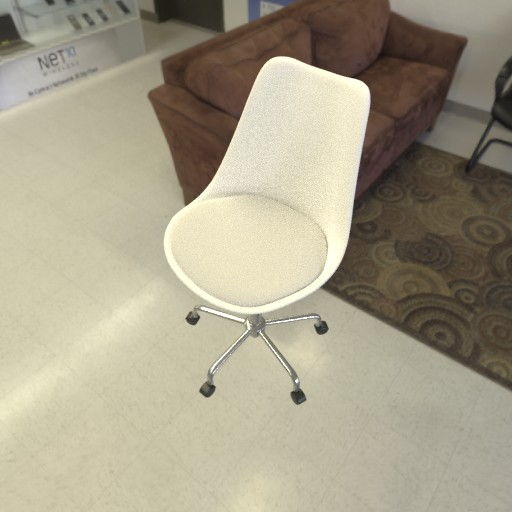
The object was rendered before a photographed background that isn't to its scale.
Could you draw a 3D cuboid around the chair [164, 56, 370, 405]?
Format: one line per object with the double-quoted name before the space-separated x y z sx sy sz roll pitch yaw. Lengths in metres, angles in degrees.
"chair" 0.000 0.000 1.296 0.550 0.930 0.550 32 54 27
